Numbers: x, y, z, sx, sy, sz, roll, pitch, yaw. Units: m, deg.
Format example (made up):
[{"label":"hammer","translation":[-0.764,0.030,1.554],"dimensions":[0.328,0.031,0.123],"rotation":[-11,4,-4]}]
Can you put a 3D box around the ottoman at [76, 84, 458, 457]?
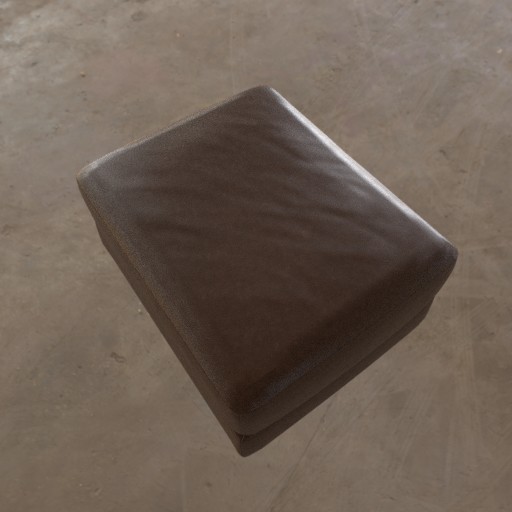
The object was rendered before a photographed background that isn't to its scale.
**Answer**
[{"label":"ottoman","translation":[0.000,0.000,1.153],"dimensions":[0.603,0.476,0.751],"rotation":[-31,63,-18]}]
